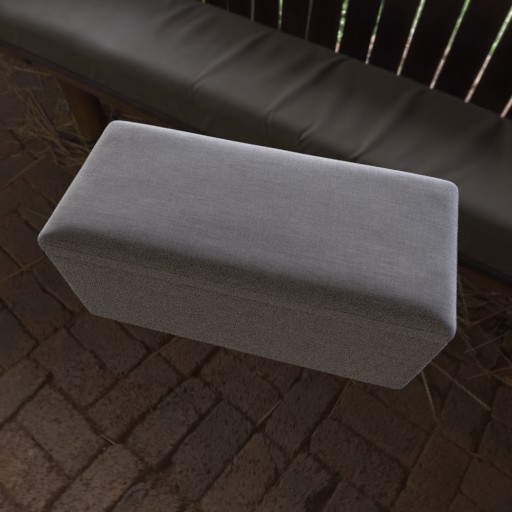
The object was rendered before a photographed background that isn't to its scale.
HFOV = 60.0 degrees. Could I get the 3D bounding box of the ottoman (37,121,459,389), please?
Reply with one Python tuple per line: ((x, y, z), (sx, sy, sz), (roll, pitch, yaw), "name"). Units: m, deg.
((0.000, 0.000, 1.152), (0.902, 0.432, 0.419), (12, 59, 8), "ottoman")
